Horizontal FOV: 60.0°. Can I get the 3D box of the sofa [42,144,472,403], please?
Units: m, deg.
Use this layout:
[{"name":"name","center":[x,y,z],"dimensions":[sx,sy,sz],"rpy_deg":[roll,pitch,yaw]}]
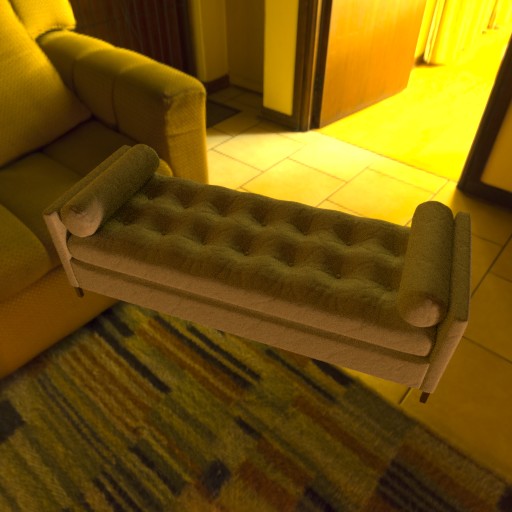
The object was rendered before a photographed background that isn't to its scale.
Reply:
[{"name":"sofa","center":[0.000,0.000,2.474],"dimensions":[2.102,0.705,0.796],"rpy_deg":[14,44,15]}]
